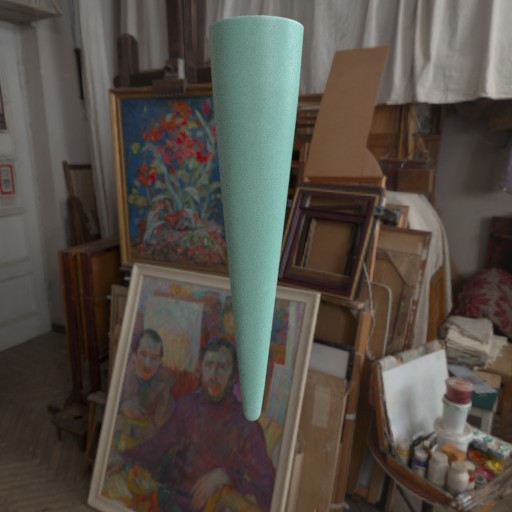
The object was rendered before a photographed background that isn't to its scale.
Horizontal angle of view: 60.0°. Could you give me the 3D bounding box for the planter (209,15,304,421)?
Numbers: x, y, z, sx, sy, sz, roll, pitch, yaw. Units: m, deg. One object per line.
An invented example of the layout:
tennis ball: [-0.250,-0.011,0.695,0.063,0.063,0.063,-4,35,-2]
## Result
planter: [0.000,0.000,0.286,0.054,0.268,0.055,-2,14,-8]
